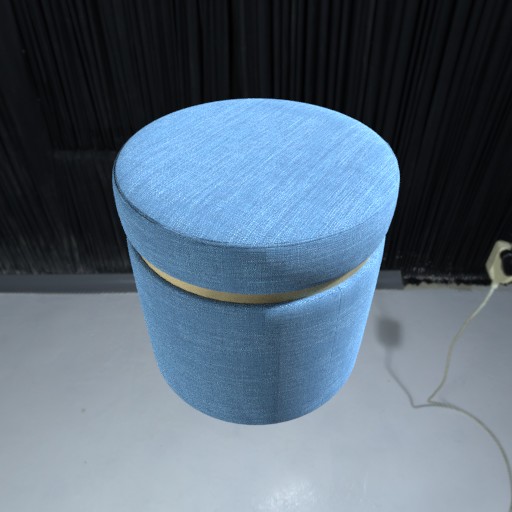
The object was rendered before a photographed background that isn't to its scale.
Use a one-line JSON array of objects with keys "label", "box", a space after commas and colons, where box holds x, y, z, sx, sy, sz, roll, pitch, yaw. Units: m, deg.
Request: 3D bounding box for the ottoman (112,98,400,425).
[{"label": "ottoman", "box": [0.000, 0.000, 0.742, 0.398, 0.406, 0.398, 0, 42, 0]}]
